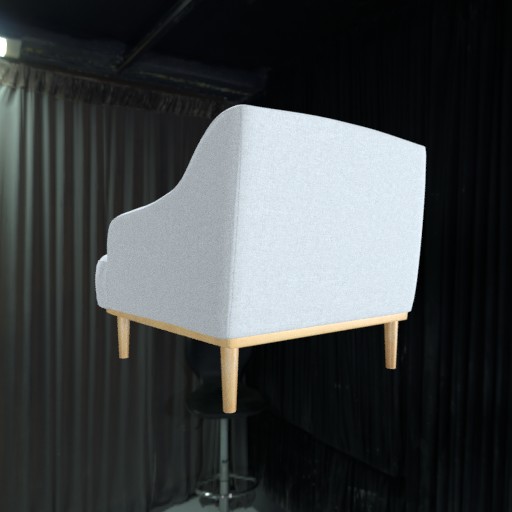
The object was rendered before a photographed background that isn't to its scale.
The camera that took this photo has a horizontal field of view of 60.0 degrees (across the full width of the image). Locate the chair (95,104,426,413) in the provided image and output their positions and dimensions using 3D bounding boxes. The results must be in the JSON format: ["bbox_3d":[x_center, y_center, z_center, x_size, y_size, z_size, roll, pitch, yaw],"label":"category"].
[{"bbox_3d":[0.000,0.000,1.689,0.946,0.818,0.951,-1,2,-37],"label":"chair"}]
